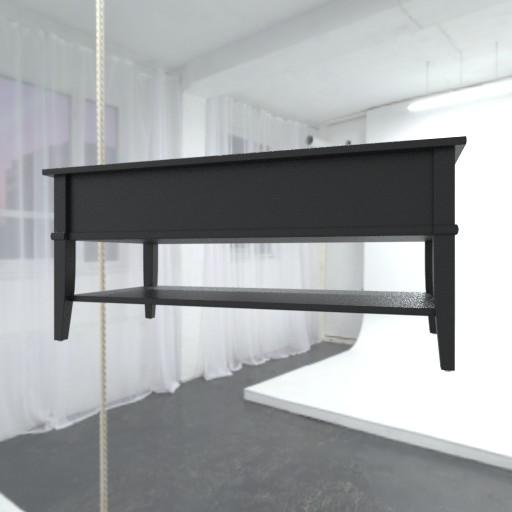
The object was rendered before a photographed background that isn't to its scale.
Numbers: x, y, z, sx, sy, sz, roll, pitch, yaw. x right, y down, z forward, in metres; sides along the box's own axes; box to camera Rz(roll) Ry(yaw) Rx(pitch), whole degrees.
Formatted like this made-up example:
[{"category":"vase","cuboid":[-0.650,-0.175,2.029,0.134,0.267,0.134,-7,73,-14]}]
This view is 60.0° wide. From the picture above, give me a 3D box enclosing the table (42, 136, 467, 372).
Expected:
[{"category":"table","cuboid":[0.000,0.000,1.277,1.044,0.470,0.523,0,0,19]}]
